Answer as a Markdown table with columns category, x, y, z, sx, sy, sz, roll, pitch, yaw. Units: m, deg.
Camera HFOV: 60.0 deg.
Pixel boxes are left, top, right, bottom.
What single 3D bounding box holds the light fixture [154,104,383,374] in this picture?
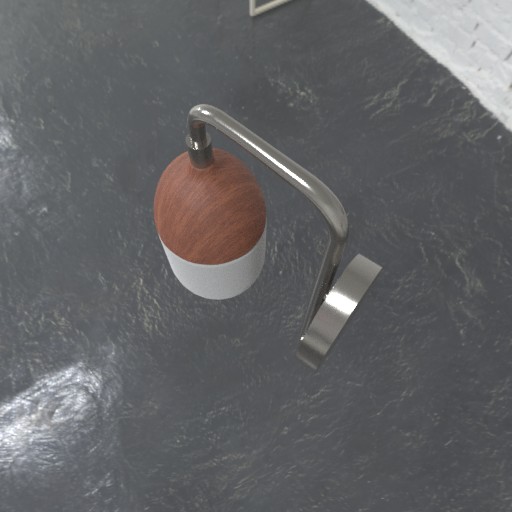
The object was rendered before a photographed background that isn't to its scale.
| category | x | y | z | sx | sy | sz | roll | pitch | yaw |
| --- | --- | --- | --- | --- | --- | --- | --- | --- | --- |
| light fixture | 0.000 | 0.000 | 0.436 | 0.216 | 0.343 | 0.108 | 33 | 68 | 16 |
